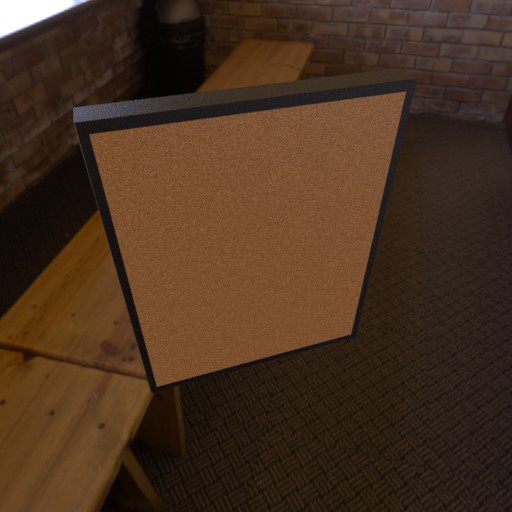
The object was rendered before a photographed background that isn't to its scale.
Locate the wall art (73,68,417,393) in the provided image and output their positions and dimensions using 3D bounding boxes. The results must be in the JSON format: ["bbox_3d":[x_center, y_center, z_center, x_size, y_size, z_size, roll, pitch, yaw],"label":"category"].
[{"bbox_3d":[0.000,0.000,0.496,0.294,0.369,0.030,-12,43,-13],"label":"wall art"}]
